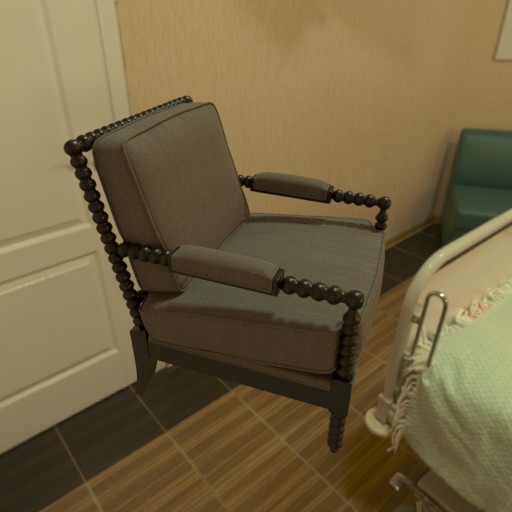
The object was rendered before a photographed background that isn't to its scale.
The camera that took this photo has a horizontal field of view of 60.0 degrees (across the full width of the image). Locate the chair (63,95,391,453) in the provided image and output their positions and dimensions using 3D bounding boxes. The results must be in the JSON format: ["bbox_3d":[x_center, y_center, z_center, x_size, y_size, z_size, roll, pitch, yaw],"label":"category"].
[{"bbox_3d":[0.000,0.000,1.116,0.622,0.661,0.540,11,32,18],"label":"chair"}]
